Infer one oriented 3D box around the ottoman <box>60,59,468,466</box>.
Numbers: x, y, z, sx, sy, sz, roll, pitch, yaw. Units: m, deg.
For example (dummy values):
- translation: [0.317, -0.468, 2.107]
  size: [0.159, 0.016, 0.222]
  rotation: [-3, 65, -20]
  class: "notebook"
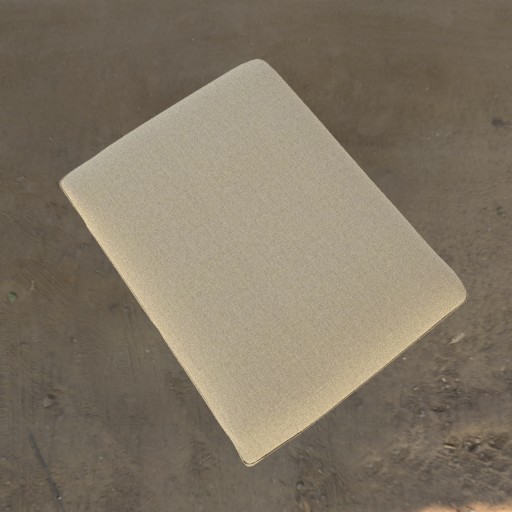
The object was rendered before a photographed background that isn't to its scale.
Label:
- translation: [0.000, 0.000, 1.011]
  size: [0.541, 0.463, 0.684]
  rotation: [-35, 78, -9]
  class: "ottoman"
